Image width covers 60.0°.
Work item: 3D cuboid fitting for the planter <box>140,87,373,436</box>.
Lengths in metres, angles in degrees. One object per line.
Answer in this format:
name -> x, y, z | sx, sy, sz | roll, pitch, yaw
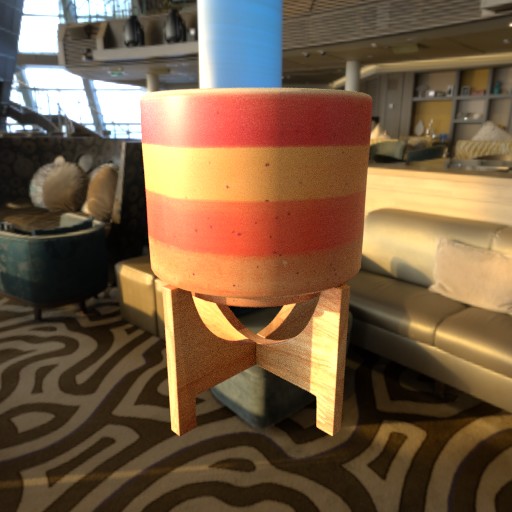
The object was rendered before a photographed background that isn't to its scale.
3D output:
planter -> 0.000, 0.000, 0.557 | 0.269, 0.379, 0.269 | 0, 17, 0
